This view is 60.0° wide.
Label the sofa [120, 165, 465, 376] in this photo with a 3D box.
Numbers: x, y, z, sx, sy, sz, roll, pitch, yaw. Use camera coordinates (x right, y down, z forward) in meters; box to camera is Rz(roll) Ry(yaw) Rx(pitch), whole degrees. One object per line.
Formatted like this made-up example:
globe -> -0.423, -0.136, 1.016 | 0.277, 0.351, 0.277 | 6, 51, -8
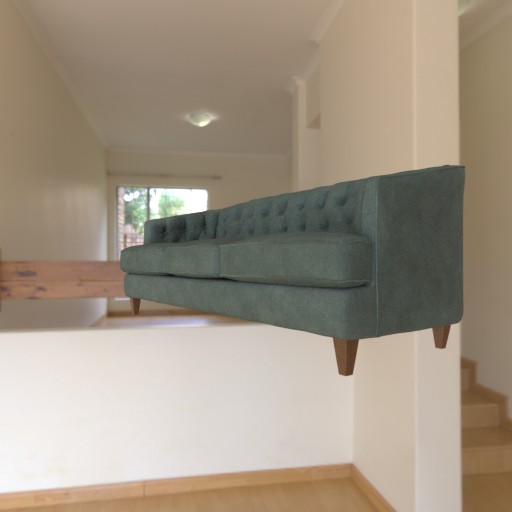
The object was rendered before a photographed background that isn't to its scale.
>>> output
sofa -> 0.000, 0.000, 2.629 | 0.941, 0.855, 2.278 | 0, -1, -35
